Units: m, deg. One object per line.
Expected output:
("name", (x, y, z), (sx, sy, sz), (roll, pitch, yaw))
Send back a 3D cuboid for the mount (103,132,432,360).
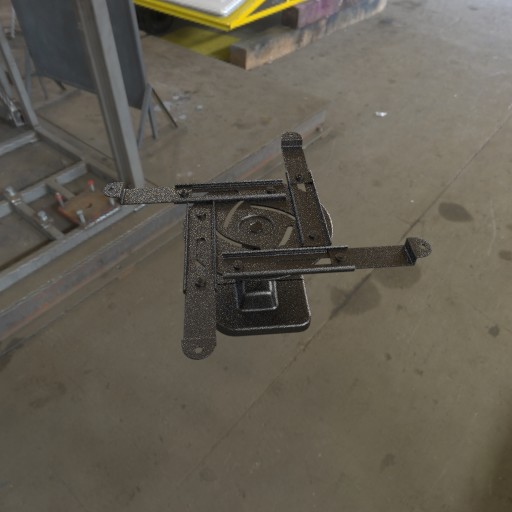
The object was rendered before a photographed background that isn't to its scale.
("mount", (0.000, 0.000, 0.598), (0.394, 0.141, 0.394), (-3, 46, -3))
